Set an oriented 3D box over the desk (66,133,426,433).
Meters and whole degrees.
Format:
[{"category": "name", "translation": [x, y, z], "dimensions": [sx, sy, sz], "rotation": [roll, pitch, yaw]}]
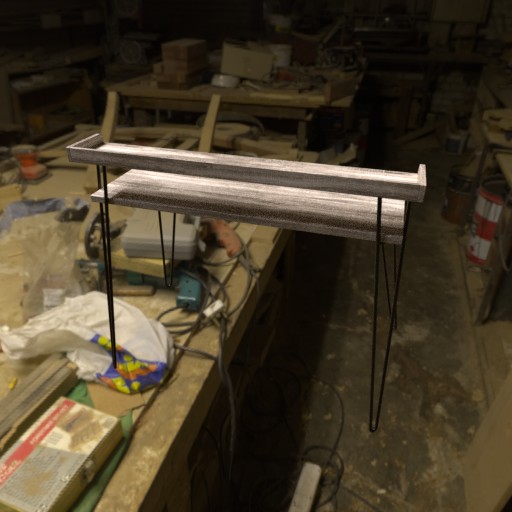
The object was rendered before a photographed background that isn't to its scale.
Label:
[{"category": "desk", "translation": [0.000, 0.000, 1.657], "dimensions": [1.135, 0.899, 0.605], "rotation": [9, 32, 15]}]
